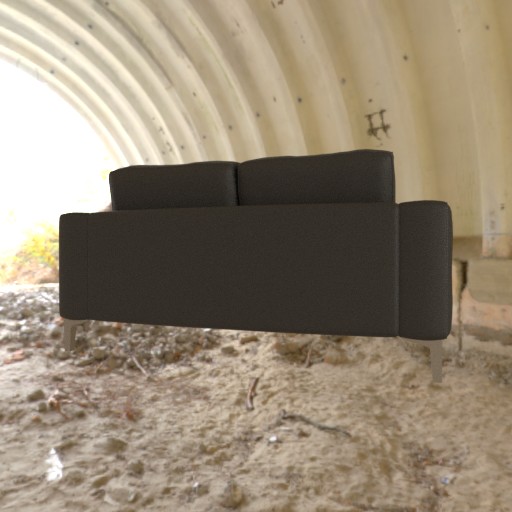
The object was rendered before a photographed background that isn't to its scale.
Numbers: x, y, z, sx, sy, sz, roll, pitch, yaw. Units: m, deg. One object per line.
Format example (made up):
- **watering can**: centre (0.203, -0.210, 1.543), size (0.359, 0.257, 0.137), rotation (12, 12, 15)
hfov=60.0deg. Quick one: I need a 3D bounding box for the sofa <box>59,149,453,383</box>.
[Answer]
- **sofa**: centre (0.000, 0.000, 2.193), size (1.726, 0.893, 0.833), rotation (0, 1, 18)
